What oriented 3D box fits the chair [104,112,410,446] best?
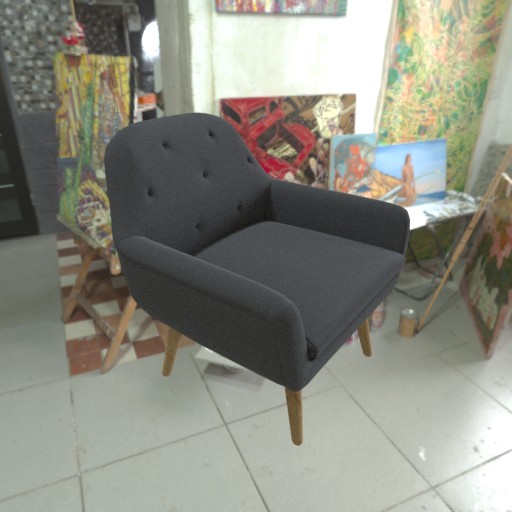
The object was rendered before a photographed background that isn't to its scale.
[{"bbox_3d":[0.000,0.000,1.421,0.779,0.800,0.770,18,32,32],"label":"chair"}]
